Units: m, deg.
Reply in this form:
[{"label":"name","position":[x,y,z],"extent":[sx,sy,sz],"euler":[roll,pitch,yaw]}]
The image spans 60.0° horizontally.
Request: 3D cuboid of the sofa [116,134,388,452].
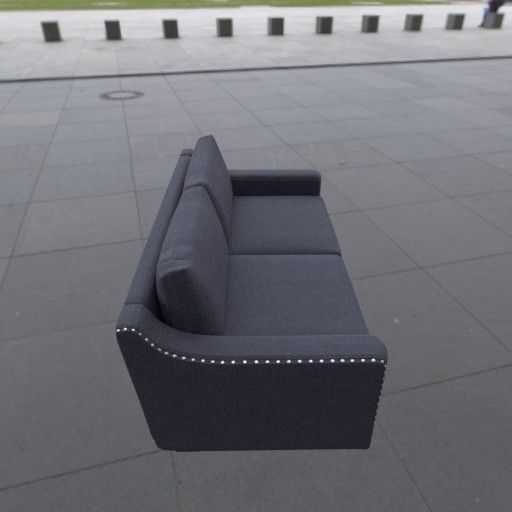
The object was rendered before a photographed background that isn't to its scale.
[{"label":"sofa","position":[0.000,0.000,3.298],"extent":[1.336,1.196,2.550],"euler":[-1,32,-1]}]
